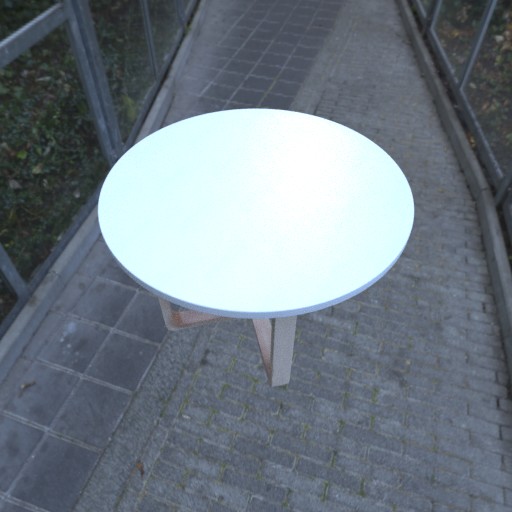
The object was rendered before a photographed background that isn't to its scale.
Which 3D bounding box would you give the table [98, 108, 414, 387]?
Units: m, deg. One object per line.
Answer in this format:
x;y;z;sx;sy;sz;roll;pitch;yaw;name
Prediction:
0.000;0.000;1.010;0.600;0.400;0.600;0;47;0;table
